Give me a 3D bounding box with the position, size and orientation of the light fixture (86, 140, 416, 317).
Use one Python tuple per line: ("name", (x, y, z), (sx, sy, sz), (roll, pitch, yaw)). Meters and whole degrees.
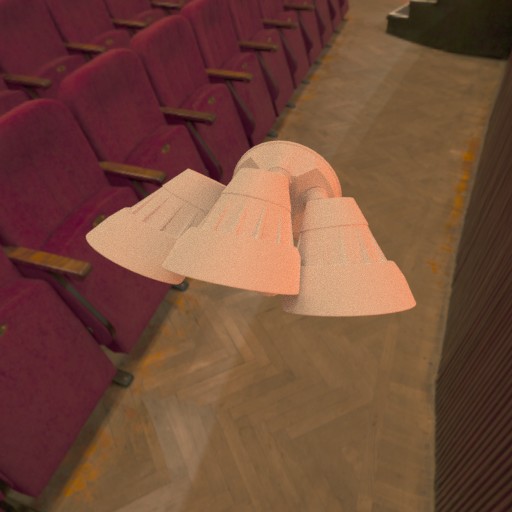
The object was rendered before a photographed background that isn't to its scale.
("light fixture", (0.000, 0.000, 0.541), (0.369, 0.237, 0.278), (12, 43, 13))
